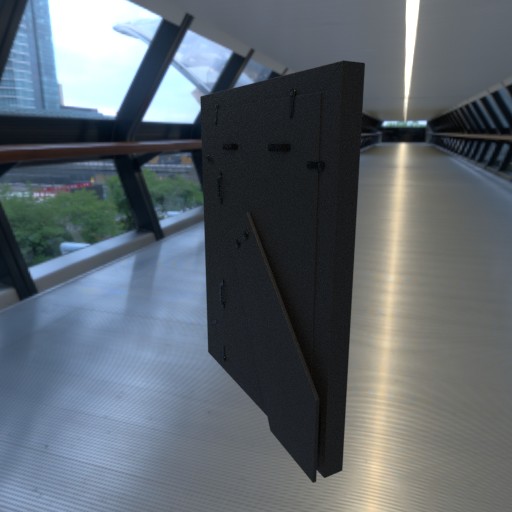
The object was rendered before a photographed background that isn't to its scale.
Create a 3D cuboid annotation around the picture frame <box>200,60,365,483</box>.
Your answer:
[{"bbox_3d":[0.000,0.000,0.524,0.036,0.383,0.307,-7,16,-27],"label":"picture frame"}]
